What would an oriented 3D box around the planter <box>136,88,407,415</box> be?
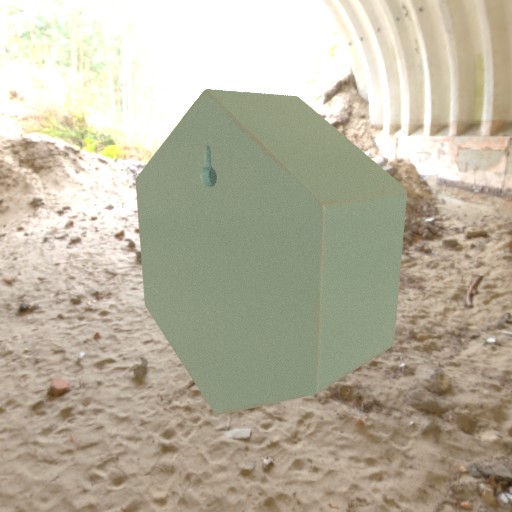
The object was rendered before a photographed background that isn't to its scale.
[{"bbox_3d":[0.000,0.000,0.297,0.078,0.207,0.169,-14,21,-42],"label":"planter"}]
